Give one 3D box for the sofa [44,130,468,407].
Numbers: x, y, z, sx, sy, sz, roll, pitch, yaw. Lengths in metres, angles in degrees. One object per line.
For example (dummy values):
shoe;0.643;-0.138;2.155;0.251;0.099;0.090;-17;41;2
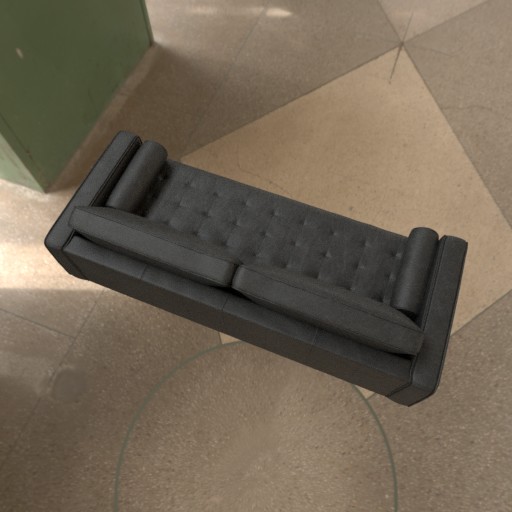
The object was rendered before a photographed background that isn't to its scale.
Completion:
sofa;0.000;0.000;2.594;2.210;0.762;0.914;20;65;9
